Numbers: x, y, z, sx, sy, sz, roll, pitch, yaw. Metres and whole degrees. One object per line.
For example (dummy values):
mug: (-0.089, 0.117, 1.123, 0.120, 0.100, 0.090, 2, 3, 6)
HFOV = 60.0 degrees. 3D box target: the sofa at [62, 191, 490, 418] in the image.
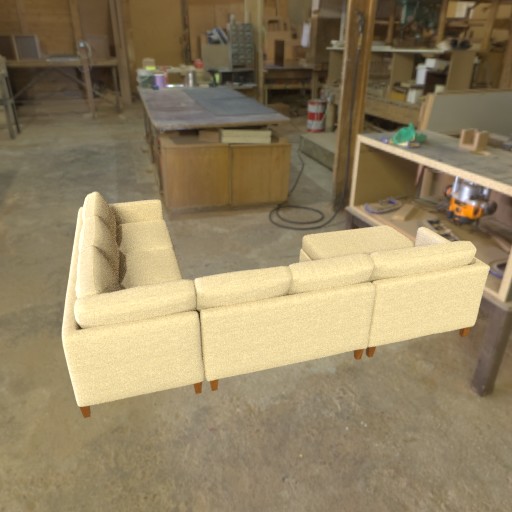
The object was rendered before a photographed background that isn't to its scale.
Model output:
sofa: (0.000, 0.000, 4.527, 3.460, 0.961, 2.594, -8, 28, -15)
